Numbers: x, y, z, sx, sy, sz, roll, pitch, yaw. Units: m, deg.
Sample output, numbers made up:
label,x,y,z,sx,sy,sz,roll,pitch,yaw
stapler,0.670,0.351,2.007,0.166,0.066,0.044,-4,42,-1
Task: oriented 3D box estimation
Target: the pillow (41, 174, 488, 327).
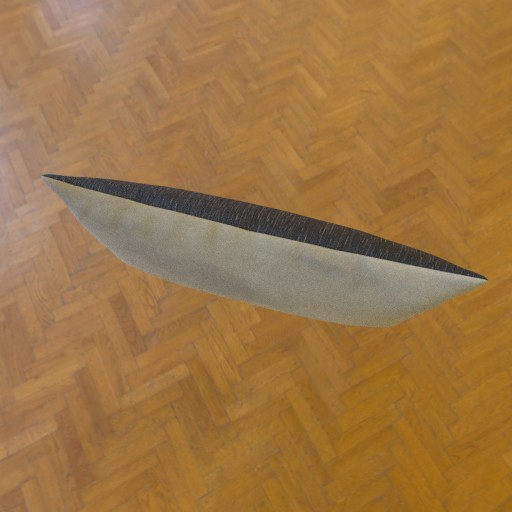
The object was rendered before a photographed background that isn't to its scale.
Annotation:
label,x,y,z,sx,sy,sz,roll,pitch,yaw
pillow,0.000,0.000,0.728,0.608,0.305,0.156,14,65,6
